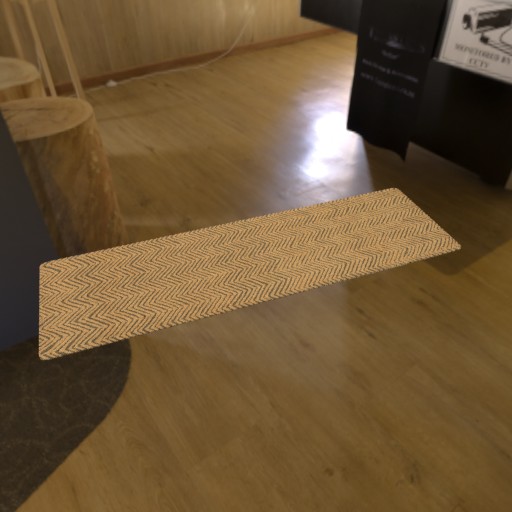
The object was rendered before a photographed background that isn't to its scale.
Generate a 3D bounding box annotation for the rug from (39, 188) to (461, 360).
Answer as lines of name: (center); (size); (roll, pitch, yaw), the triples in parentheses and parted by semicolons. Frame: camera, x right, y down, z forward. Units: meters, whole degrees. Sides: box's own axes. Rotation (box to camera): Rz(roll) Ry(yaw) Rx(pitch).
rug: (0.000, 0.000, 2.495); (2.286, 0.008, 0.686); (-13, 43, -15)
